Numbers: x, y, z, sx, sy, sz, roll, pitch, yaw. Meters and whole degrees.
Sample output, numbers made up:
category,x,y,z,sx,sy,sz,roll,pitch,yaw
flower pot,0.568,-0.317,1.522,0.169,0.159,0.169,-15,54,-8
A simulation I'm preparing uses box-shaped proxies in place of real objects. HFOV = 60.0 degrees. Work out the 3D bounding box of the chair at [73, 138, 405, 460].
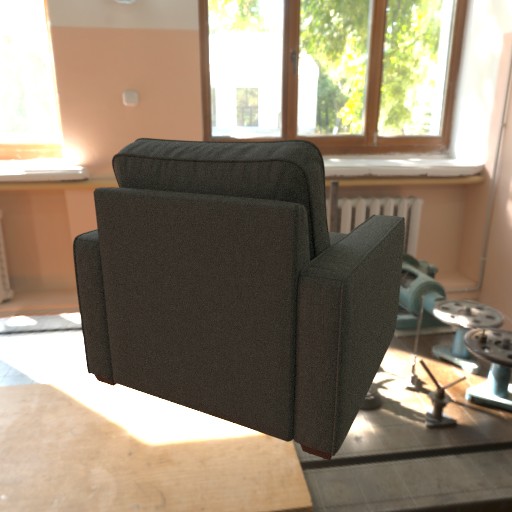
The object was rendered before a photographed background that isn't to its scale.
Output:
category,x,y,z,sx,sy,sz,roll,pitch,yaw
chair,0.000,0.000,1.763,1.017,0.919,0.940,8,18,26
